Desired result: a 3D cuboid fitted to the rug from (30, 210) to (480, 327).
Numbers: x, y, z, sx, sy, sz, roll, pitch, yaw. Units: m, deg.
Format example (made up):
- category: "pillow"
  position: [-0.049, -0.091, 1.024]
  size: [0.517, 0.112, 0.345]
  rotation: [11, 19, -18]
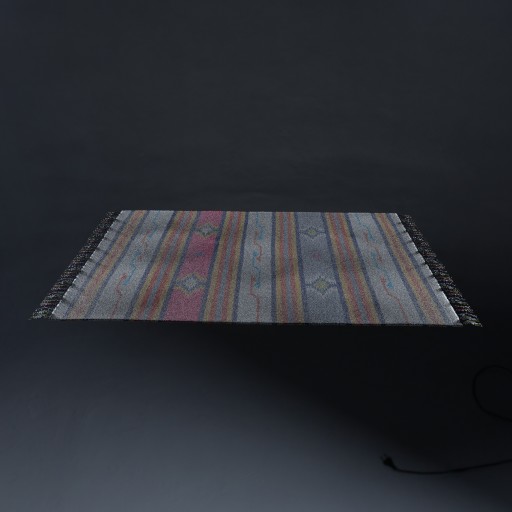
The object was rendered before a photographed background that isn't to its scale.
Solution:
- category: "rug"
  position: [0.000, 0.000, 2.262]
  size: [1.849, 0.013, 1.084]
  rotation: [1, 30, 1]
